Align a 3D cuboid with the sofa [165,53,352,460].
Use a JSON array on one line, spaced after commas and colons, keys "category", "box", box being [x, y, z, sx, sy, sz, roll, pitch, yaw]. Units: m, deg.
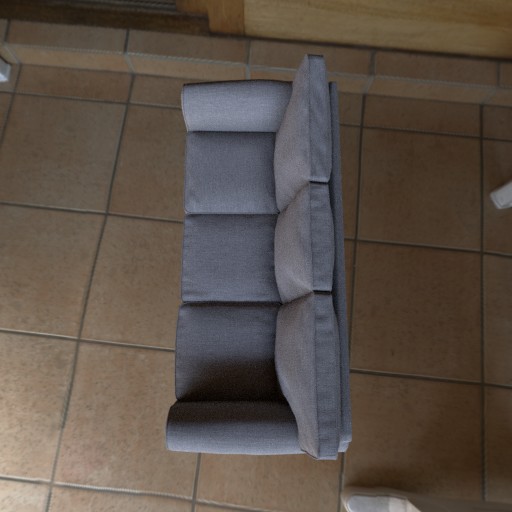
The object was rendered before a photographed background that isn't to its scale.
[{"category": "sofa", "box": [0.000, 0.000, 2.574, 0.916, 0.961, 2.084, 0, 77, 0]}]
